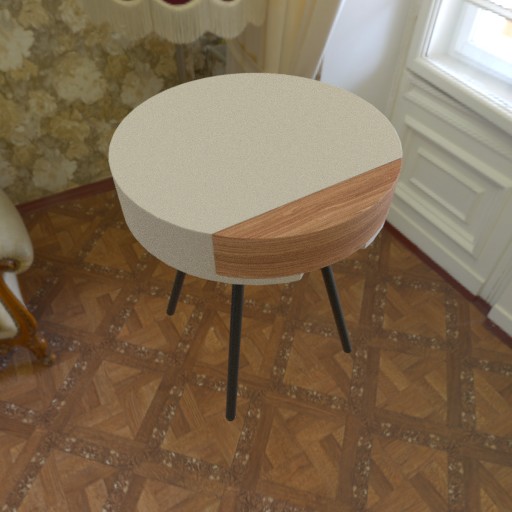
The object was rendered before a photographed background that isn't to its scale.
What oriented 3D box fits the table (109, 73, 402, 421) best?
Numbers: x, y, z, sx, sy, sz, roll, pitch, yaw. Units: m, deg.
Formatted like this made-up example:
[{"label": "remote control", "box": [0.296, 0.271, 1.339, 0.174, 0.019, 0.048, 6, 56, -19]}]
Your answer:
[{"label": "table", "box": [0.000, 0.000, 0.859, 0.450, 0.525, 0.450, 0, 47, 0]}]
